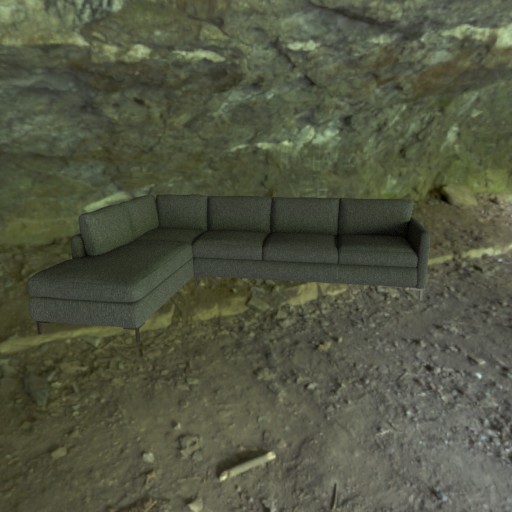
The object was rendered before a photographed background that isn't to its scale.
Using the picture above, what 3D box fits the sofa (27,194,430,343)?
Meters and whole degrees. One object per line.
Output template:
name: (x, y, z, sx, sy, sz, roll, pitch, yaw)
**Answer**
sofa: (0.000, 0.000, 3.790, 2.949, 0.815, 2.007, 3, 15, 9)
